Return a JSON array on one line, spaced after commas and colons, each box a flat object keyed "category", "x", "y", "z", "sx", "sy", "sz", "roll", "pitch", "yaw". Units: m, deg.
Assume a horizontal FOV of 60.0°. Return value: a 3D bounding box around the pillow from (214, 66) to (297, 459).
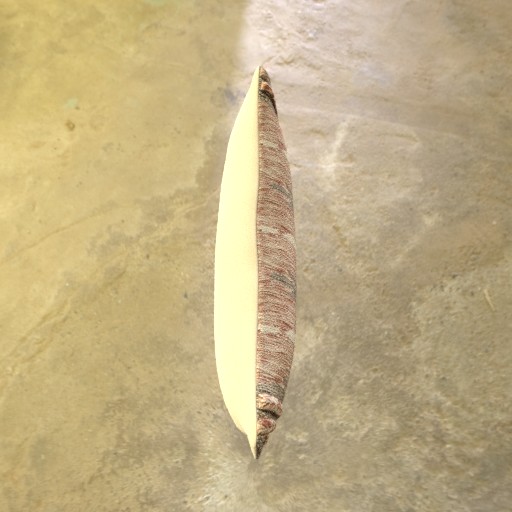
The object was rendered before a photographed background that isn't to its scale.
[{"category": "pillow", "x": 0.000, "y": 0.000, "z": 0.764, "sx": 0.139, "sy": 0.282, "sz": 0.635, "roll": 0, "pitch": 65, "yaw": 0}]
